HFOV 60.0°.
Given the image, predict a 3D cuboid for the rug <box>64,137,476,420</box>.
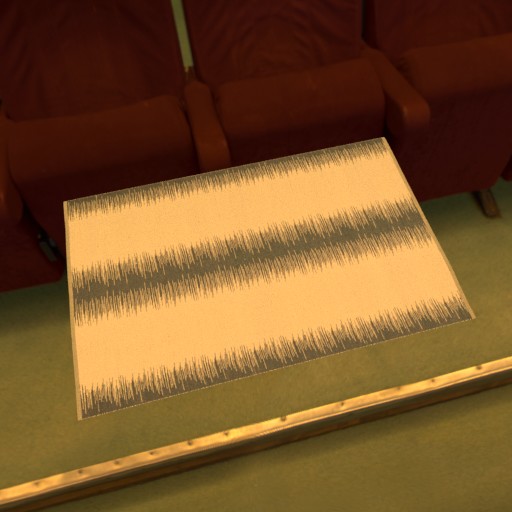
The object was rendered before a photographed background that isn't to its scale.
[{"bbox_3d":[0.000,0.000,2.957,2.453,0.003,1.519,-13,63,-7],"label":"rug"}]
